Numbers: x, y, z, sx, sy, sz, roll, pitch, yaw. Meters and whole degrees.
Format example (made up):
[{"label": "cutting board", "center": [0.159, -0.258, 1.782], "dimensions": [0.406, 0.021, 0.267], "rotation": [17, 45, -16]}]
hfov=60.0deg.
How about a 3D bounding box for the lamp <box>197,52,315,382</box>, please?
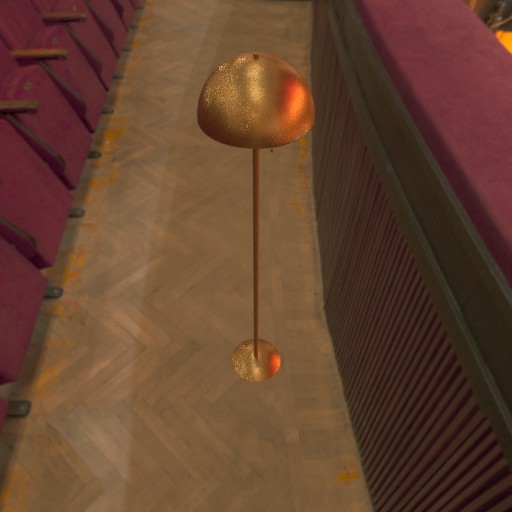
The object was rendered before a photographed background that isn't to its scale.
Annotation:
[{"label": "lamp", "center": [0.000, 0.000, 1.652], "dimensions": [0.328, 1.480, 0.328], "rotation": [-3, 46, -3]}]
